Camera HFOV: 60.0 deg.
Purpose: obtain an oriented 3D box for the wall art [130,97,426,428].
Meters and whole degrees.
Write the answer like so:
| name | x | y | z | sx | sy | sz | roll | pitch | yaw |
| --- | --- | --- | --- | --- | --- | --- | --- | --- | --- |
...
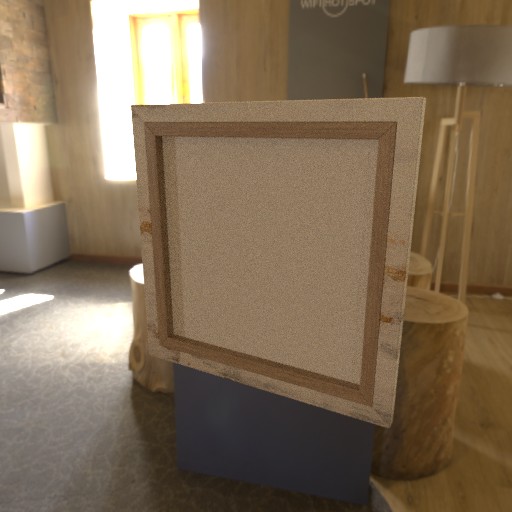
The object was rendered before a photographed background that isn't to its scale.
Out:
| name | x | y | z | sx | sy | sz | roll | pitch | yaw |
| --- | --- | --- | --- | --- | --- | --- | --- | --- | --- |
| wall art | 0.000 | 0.000 | 1.149 | 0.753 | 0.755 | 0.038 | 9 | 19 | 27 |
